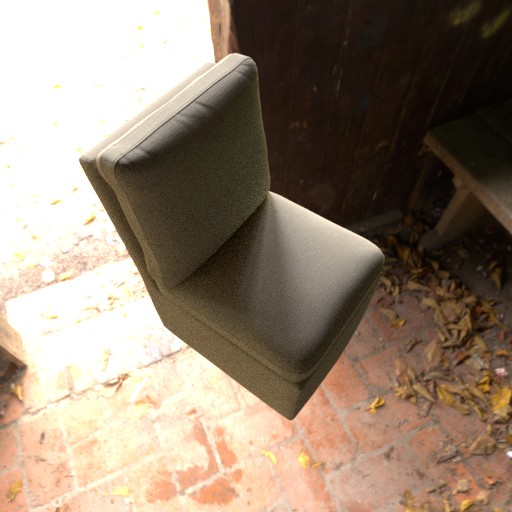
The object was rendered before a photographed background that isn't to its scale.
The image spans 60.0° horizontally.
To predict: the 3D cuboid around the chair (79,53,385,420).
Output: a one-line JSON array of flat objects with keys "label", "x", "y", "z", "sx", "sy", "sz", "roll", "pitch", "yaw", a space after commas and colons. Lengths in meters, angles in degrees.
[{"label": "chair", "x": 0.000, "y": 0.000, "z": 1.344, "sx": 0.698, "sy": 0.927, "sz": 0.503, "roll": 32, "pitch": 62, "yaw": 19}]
